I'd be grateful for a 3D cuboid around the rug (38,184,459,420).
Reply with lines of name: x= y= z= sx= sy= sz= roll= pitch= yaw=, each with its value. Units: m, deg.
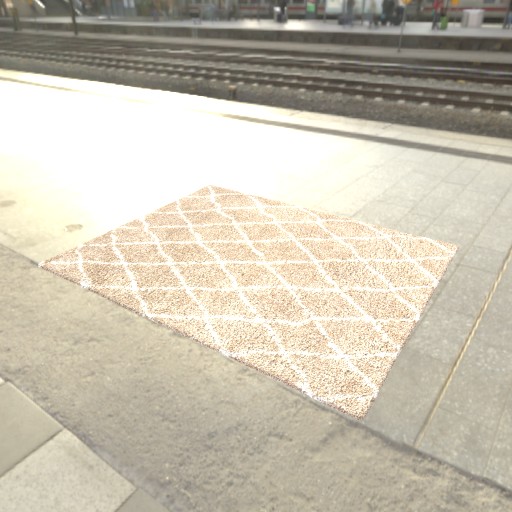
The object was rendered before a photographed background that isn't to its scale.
rug: x=0.000 y=0.000 z=4.076 sx=3.047 sy=0.029 sz=2.438 roll=18 pitch=34 yaw=29
